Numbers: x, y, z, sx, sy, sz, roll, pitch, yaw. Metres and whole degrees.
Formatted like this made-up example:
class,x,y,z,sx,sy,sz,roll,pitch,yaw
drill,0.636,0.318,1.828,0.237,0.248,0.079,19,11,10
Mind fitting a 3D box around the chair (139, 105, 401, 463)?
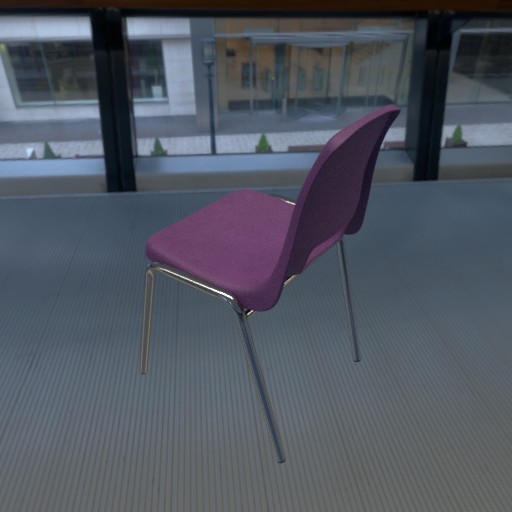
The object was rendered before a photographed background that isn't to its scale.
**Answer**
class,x,y,z,sx,sy,sz,roll,pitch,yaw
chair,0.000,0.000,0.915,0.432,0.654,0.381,23,40,30
